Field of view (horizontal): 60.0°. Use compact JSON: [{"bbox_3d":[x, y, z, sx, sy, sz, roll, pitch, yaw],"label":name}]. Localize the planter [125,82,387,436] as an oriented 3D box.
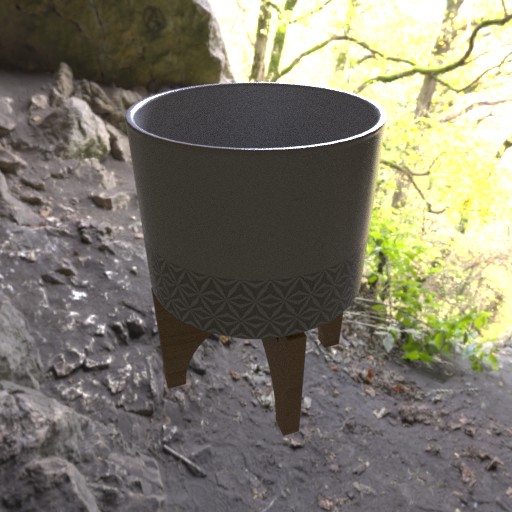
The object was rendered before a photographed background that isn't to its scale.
[{"bbox_3d":[0.000,0.000,0.397,0.188,0.260,0.188,0,32,0],"label":"planter"}]
